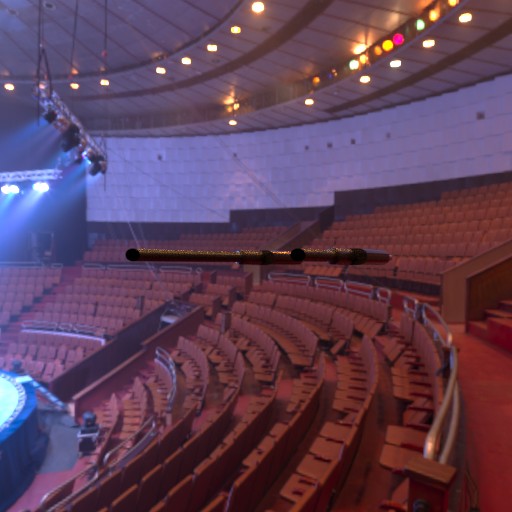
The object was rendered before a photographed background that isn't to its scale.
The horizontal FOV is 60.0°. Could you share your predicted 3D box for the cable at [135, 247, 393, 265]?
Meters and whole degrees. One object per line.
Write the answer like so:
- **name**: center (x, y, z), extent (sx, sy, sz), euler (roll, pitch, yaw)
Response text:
- **cable**: center (0.000, 0.000, 0.112), extent (0.041, 0.005, 0.098), euler (-1, -1, 35)
